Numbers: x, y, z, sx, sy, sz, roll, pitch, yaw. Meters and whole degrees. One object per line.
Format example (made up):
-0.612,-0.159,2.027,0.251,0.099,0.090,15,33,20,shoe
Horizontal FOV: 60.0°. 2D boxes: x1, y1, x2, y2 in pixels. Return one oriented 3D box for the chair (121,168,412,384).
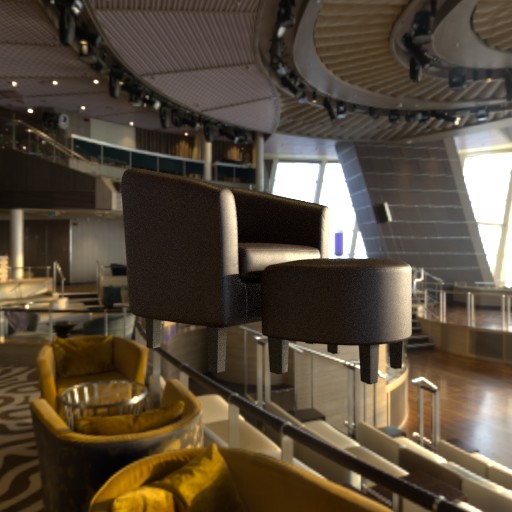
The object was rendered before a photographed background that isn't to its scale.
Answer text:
0.000,0.000,1.716,1.176,0.755,0.737,0,0,38,chair
